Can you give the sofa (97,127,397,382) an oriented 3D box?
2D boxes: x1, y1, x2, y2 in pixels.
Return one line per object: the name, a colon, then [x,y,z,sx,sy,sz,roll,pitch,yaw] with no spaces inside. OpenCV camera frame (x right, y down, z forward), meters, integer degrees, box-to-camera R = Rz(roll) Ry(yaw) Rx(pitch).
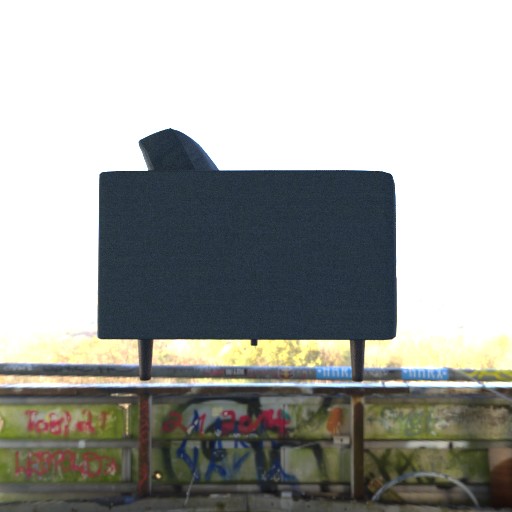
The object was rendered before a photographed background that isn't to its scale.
sofa: [0.000,0.000,2.251,0.999,0.907,1.659,0,-1,1]
